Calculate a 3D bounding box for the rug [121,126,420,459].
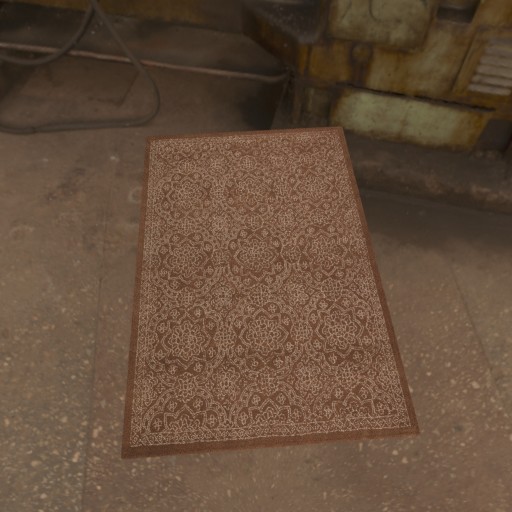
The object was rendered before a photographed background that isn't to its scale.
[{"bbox_3d":[0.000,0.000,2.275,1.219,0.010,1.829,-4,58,-2],"label":"rug"}]
